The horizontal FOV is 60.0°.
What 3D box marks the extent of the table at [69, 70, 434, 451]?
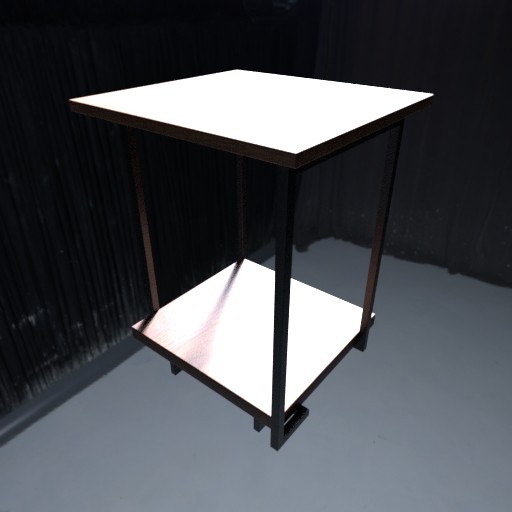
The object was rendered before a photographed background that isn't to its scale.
[{"bbox_3d":[0.000,0.000,0.824,0.411,0.567,0.384,22,37,33],"label":"table"}]
